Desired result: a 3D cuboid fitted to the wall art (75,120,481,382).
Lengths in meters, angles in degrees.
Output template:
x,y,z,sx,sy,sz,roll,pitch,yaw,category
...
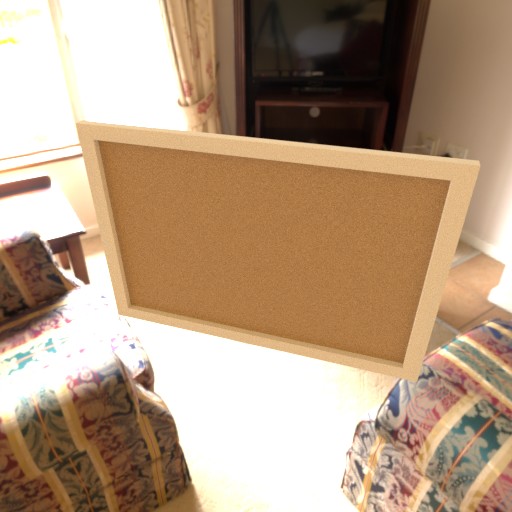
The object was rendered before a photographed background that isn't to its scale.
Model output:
x,y,z,sx,sy,sz,roll,pitch,yaw,category
0.000,0.000,1.433,1.144,0.767,0.038,10,35,15,wall art
